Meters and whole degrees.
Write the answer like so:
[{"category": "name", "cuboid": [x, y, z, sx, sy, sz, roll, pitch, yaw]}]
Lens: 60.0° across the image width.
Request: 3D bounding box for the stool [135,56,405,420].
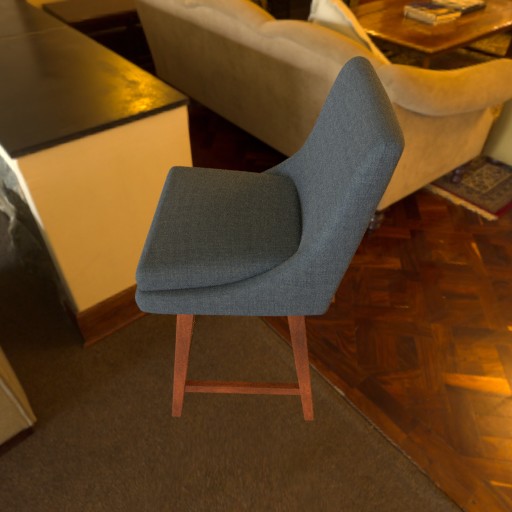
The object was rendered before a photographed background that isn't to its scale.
[{"category": "stool", "cuboid": [0.000, 0.000, 1.167, 0.524, 0.895, 0.467, 1, 43, 1]}]
